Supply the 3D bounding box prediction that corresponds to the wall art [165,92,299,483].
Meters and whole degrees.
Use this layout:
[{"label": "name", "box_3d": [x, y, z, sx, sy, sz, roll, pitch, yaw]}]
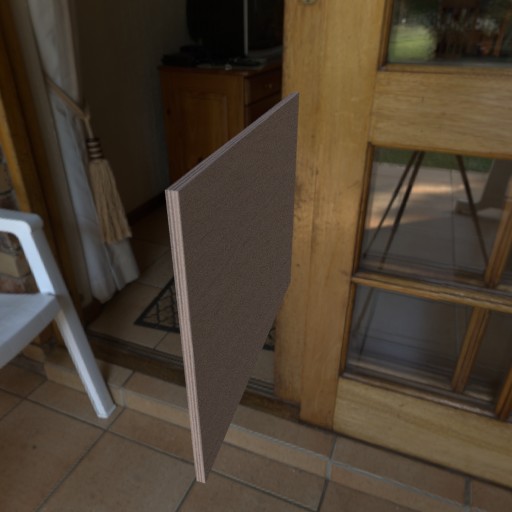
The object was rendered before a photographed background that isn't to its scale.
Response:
[{"label": "wall art", "box_3d": [0.000, 0.000, 0.693, 0.013, 0.406, 0.508, 8, 31, 14]}]
